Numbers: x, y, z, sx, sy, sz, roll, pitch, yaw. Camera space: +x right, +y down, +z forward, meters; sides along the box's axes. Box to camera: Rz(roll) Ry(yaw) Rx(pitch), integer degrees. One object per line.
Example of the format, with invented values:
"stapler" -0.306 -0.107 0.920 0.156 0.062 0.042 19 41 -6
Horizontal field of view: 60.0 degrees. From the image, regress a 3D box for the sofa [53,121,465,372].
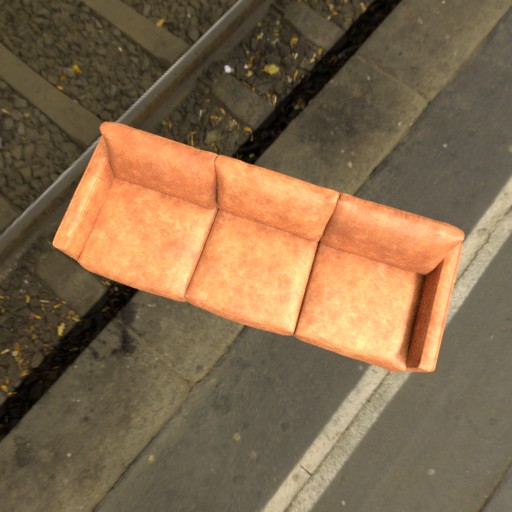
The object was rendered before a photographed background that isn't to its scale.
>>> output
"sofa" 0.000 0.000 2.441 2.029 0.863 0.748 18 76 5
